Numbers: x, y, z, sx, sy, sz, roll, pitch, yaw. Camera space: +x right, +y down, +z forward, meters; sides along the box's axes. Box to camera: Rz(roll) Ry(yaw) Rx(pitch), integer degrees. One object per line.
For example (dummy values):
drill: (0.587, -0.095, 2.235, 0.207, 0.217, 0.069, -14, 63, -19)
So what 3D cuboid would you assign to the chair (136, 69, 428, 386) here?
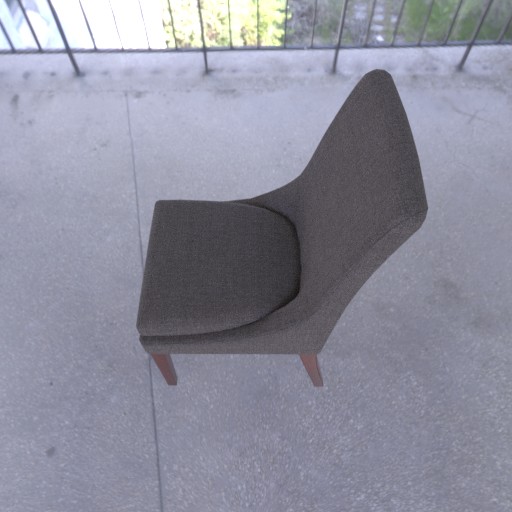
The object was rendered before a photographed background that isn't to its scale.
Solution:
chair: (0.000, 0.000, 1.310, 0.655, 0.952, 0.508, 0, 57, 0)
